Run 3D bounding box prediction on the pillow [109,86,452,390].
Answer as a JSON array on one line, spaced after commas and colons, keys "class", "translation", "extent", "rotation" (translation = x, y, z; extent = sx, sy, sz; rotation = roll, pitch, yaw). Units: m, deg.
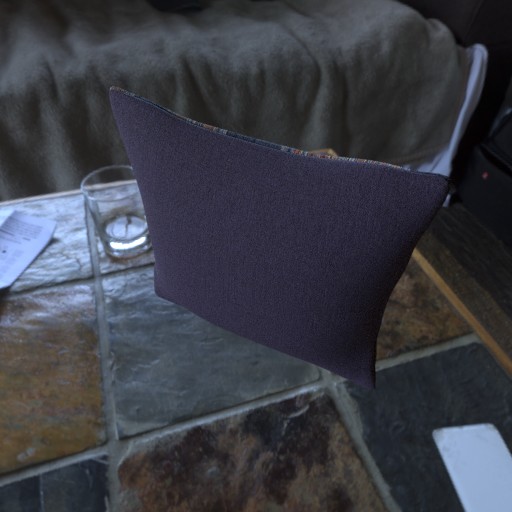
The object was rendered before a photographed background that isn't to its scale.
[{"class": "pillow", "translation": [0.000, 0.000, 0.646], "extent": [0.437, 0.419, 0.136], "rotation": [21, 49, 19]}]
